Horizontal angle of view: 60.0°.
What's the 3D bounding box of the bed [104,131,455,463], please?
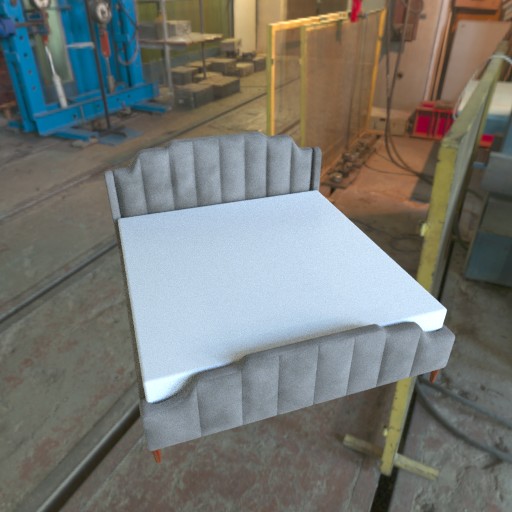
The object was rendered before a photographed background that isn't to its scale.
[{"bbox_3d":[0.000,0.000,3.499,2.074,1.245,2.340,-10,34,-16],"label":"bed"}]
